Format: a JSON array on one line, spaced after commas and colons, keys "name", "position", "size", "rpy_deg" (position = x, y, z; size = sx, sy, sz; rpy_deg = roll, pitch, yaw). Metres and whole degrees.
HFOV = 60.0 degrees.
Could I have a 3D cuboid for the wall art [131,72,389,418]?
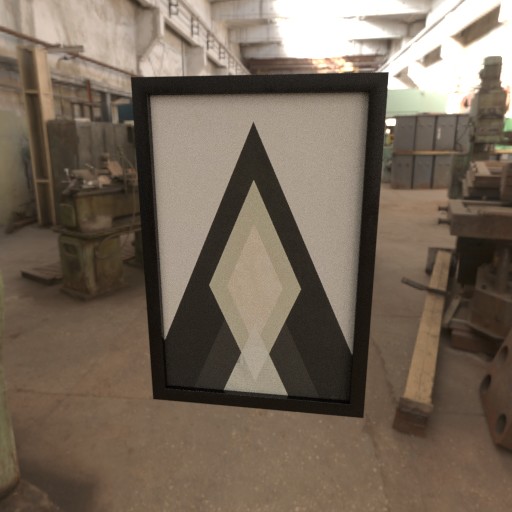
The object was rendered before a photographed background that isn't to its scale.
[{"name": "wall art", "position": [0.000, 0.000, 0.604], "size": [0.313, 0.457, 0.031], "rpy_deg": [2, 15, 8]}]
